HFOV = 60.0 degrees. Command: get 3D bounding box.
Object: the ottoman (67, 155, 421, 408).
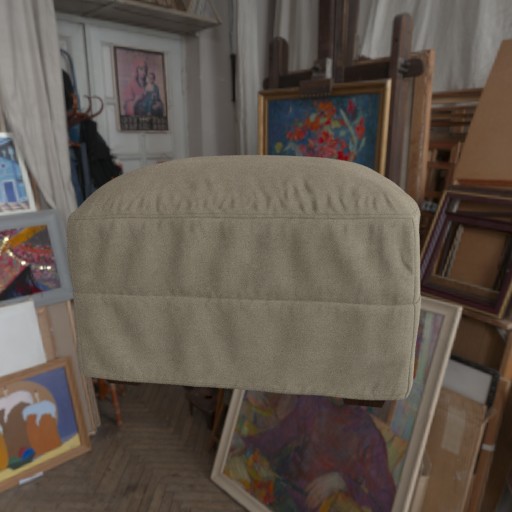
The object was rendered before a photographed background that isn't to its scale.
[{"bbox_3d":[0.000,0.000,1.083,0.712,0.480,0.584,2,15,9],"label":"ottoman"}]
